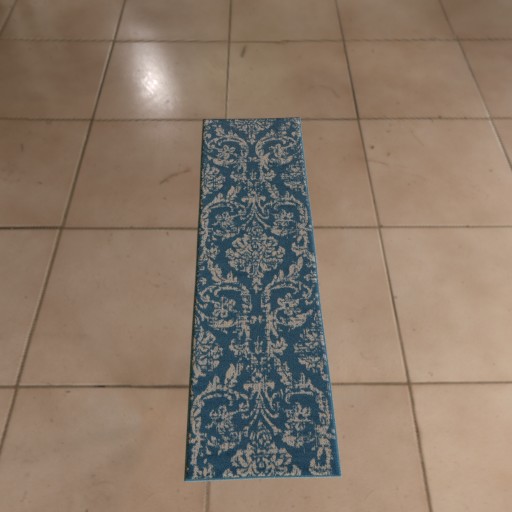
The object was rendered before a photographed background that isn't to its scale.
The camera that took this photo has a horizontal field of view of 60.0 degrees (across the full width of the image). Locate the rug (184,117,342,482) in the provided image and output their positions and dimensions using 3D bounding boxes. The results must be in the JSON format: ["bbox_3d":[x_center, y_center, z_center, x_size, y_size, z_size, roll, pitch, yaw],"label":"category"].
[{"bbox_3d":[0.000,0.000,2.430,0.662,0.011,2.196,-1,58,-1],"label":"rug"}]
